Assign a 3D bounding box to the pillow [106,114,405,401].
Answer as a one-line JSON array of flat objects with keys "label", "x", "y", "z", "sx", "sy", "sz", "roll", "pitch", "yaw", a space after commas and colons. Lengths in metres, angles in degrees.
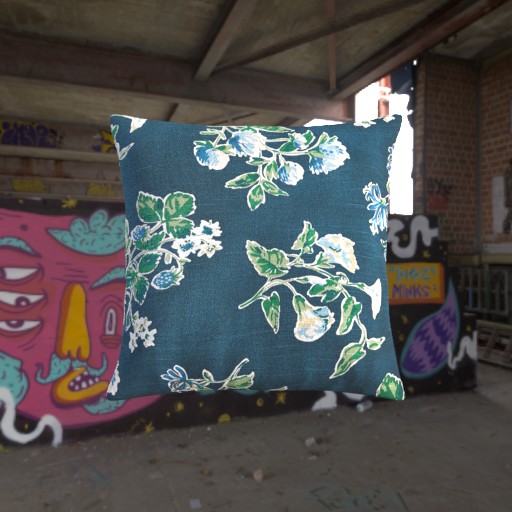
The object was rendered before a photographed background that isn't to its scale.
[{"label": "pillow", "x": 0.000, "y": 0.000, "z": 0.787, "sx": 0.525, "sy": 0.508, "sz": 0.166, "roll": 0, "pitch": -1, "yaw": 0}]
